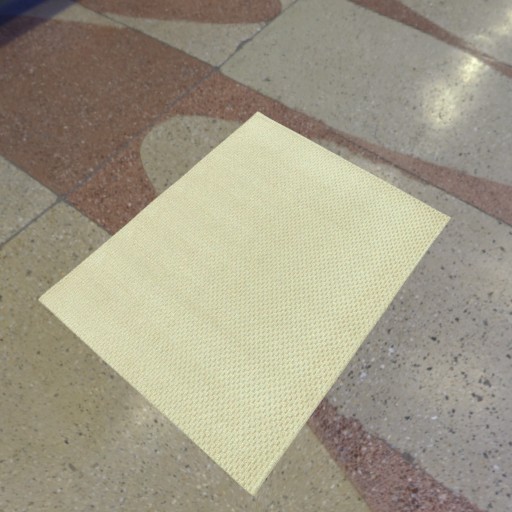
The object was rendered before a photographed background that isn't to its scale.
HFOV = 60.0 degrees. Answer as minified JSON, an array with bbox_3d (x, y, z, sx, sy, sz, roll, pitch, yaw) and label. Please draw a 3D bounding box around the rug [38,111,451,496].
[{"bbox_3d":[0.000,0.000,3.848,2.277,0.035,2.897,34,65,19],"label":"rug"}]
